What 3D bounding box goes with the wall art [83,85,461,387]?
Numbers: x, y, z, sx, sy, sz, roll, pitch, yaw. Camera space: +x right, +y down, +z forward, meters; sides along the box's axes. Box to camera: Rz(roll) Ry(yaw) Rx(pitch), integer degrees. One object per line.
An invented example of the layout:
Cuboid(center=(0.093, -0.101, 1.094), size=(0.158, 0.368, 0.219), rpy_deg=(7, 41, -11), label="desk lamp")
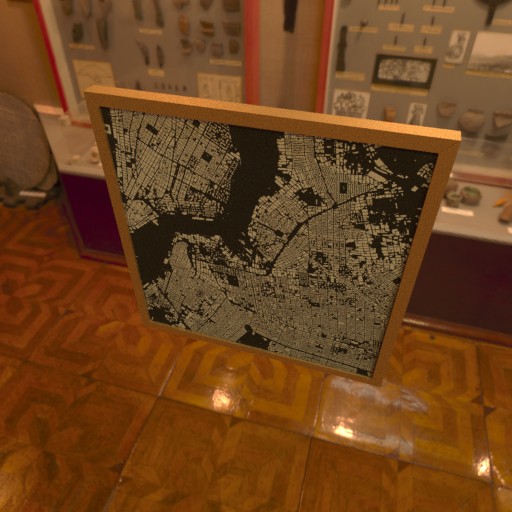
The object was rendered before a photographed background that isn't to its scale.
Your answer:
Cuboid(center=(0.000, 0.000, 2.835), size=(1.926, 1.926, 0.099), rpy_deg=(12, 42, 13), label="wall art")
